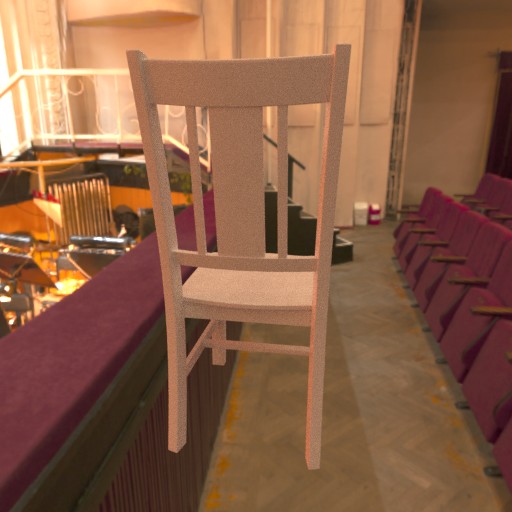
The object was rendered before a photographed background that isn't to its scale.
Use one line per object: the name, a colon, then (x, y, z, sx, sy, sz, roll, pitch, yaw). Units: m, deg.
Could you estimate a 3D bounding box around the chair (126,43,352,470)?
chair: (0.000, 0.000, 1.243, 0.450, 0.998, 0.555, 3, 17, 9)
